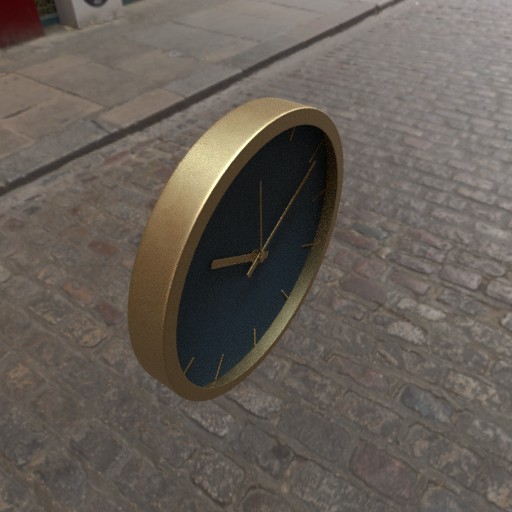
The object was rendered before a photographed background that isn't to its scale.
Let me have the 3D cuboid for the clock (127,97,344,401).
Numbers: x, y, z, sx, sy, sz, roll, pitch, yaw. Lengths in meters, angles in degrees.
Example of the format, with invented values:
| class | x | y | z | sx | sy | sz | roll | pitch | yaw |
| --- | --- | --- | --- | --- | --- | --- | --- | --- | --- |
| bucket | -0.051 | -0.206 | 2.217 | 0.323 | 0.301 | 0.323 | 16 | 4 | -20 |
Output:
| class | x | y | z | sx | sy | sz | roll | pitch | yaw |
| --- | --- | --- | --- | --- | --- | --- | --- | --- | --- |
| clock | 0.000 | 0.000 | 0.466 | 0.040 | 0.314 | 0.314 | 25 | 47 | 26 |
